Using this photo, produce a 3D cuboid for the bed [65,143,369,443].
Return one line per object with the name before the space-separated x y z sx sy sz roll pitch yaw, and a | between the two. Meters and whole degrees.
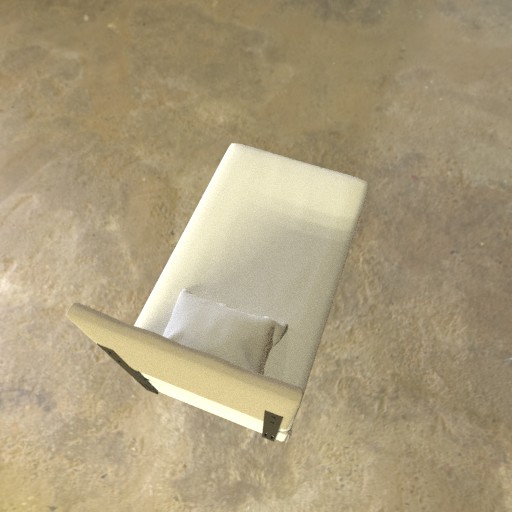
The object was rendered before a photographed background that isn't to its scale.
bed | 0.000 0.000 3.041 1.261 1.571 1.997 19 64 10
